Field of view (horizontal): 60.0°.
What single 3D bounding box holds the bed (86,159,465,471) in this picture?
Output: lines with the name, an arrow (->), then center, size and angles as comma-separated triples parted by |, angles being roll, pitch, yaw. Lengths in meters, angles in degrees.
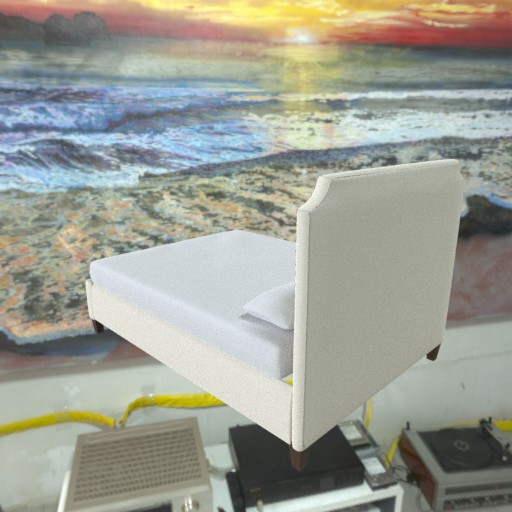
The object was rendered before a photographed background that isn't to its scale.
bed -> 0.000, 0.000, 3.377 | 1.712, 1.497, 2.372 | -16, 22, -43
